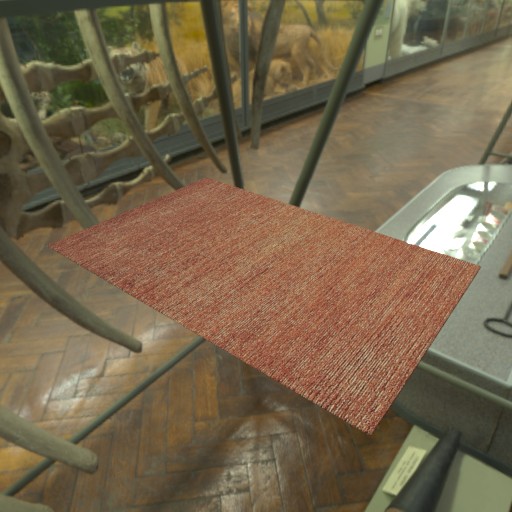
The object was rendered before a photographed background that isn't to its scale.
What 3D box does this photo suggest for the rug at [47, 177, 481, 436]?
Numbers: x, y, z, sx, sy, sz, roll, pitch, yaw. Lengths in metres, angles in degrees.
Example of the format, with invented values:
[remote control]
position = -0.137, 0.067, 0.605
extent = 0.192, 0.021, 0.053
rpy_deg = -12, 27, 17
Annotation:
[rug]
position = 0.000, 0.000, 2.119
extent = 1.747, 0.011, 1.139
rpy_deg = 23, 38, 32
